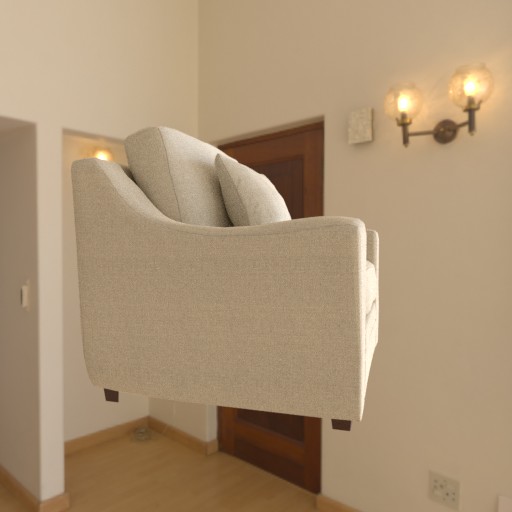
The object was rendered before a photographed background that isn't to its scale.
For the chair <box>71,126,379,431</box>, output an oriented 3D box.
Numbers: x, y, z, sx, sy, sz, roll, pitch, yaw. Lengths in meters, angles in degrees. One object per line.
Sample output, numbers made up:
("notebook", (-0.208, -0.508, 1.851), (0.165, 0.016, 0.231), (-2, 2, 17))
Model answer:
("chair", (0.000, 0.000, 1.934), (1.009, 1.016, 1.178), (0, 1, 18))
